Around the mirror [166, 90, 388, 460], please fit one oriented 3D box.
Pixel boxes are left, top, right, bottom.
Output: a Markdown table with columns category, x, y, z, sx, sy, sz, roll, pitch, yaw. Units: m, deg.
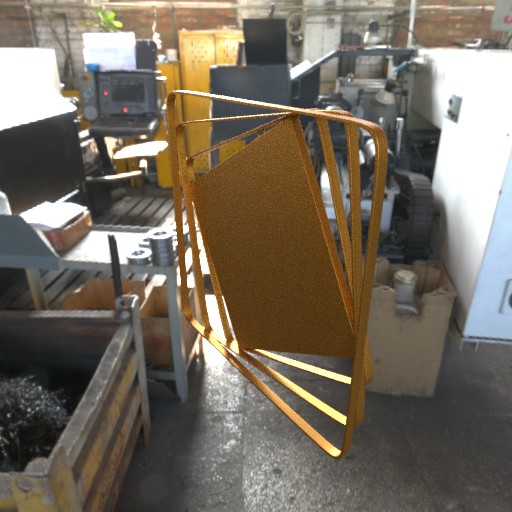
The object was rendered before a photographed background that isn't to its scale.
| category | x | y | z | sx | sy | sz | roll | pitch | yaw |
| --- | --- | --- | --- | --- | --- | --- | --- | --- | --- |
| mirror | 0.000 | 0.000 | 0.695 | 0.045 | 0.468 | 0.470 | -18 | 31 | -32 |
